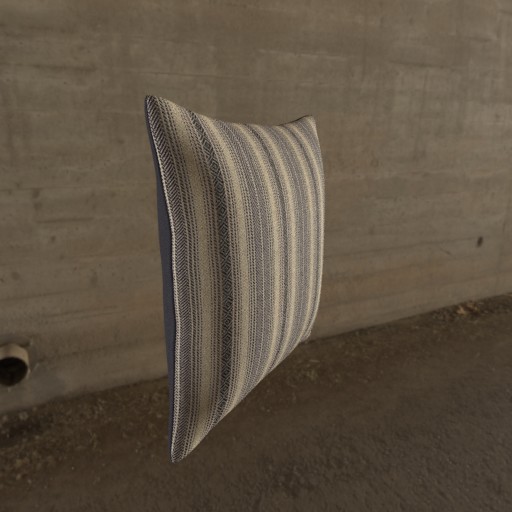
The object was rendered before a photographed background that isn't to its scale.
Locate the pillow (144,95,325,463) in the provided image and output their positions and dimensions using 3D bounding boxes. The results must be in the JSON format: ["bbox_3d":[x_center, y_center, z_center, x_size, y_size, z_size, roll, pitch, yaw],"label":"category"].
[{"bbox_3d":[0.000,0.000,0.799,0.166,0.508,0.520,8,17,28],"label":"pillow"}]
